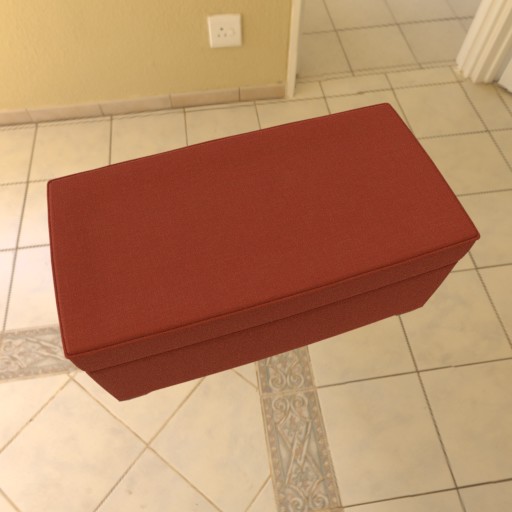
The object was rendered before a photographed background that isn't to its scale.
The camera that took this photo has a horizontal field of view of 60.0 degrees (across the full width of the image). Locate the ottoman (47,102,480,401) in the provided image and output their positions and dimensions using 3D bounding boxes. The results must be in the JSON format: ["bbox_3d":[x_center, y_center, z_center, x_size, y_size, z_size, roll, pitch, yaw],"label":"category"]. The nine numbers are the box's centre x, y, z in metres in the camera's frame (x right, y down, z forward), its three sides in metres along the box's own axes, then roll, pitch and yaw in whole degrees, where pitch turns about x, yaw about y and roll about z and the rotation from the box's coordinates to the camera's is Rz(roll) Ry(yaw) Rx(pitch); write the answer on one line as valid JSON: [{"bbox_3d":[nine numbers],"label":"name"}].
[{"bbox_3d":[0.000,0.000,1.228,0.948,0.454,0.497,-15,61,-9],"label":"ottoman"}]
